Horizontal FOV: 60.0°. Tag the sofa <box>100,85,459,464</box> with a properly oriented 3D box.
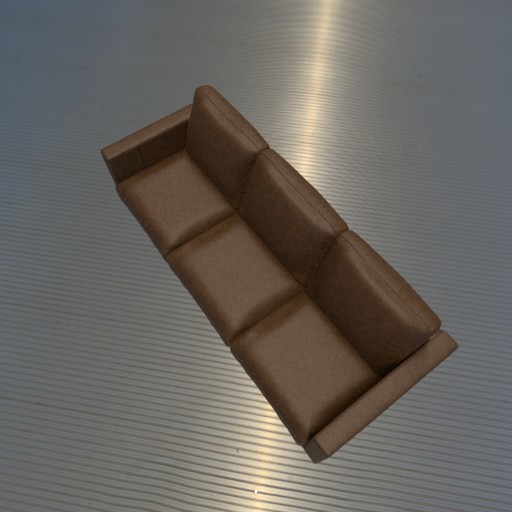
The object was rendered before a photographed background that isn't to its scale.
[{"bbox_3d":[0.000,0.000,2.713,0.903,0.930,2.231,-33,67,-16],"label":"sofa"}]
